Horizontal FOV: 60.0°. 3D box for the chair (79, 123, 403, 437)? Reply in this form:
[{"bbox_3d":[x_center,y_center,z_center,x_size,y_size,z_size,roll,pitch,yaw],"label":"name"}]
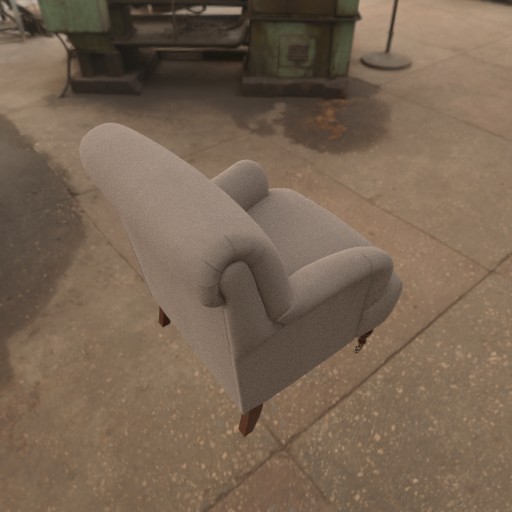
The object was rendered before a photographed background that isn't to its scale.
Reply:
[{"bbox_3d":[0.000,0.000,1.578,0.842,0.942,0.766,-26,48,-26],"label":"chair"}]
